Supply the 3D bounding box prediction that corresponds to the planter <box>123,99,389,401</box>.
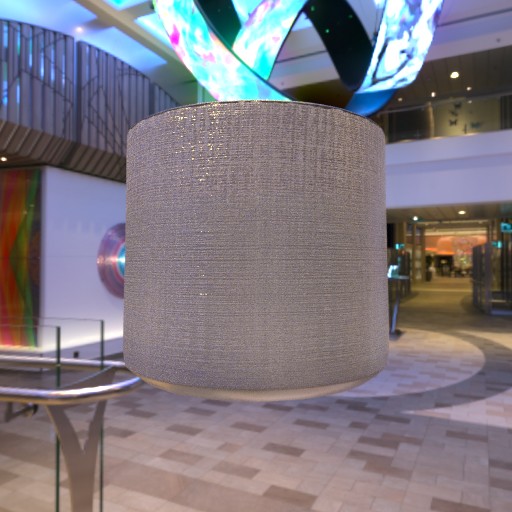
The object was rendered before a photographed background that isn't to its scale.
[{"bbox_3d":[0.000,0.000,0.219,0.125,0.112,0.125,0,-1,0],"label":"planter"}]
